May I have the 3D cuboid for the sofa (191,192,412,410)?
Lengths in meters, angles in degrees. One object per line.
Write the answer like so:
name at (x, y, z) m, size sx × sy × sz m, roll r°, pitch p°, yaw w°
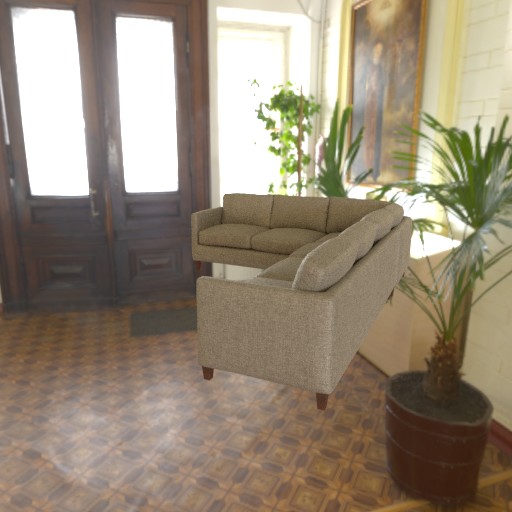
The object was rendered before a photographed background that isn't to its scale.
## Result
sofa at (0.000, 0.000, 4.447) m, size 2.593 × 0.947 × 3.302 m, roll 7°, pitch 15°, yaw 25°
